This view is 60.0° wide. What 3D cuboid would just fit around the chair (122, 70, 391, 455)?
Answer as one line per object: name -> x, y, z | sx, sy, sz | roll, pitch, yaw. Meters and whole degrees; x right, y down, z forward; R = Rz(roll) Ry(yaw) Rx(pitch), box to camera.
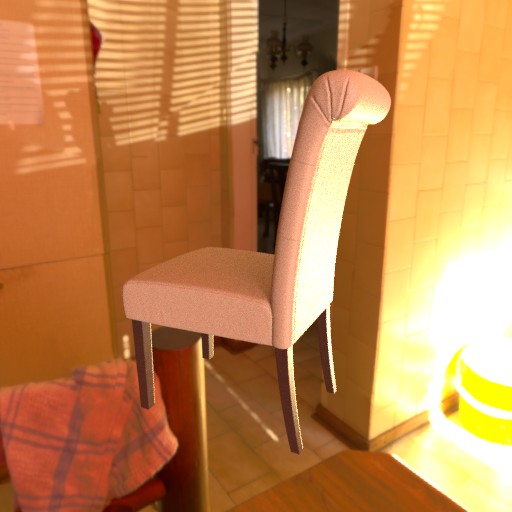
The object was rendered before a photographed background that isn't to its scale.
chair -> 0.000, 0.000, 1.353 | 0.671, 1.006, 0.456 | 7, 17, 25
